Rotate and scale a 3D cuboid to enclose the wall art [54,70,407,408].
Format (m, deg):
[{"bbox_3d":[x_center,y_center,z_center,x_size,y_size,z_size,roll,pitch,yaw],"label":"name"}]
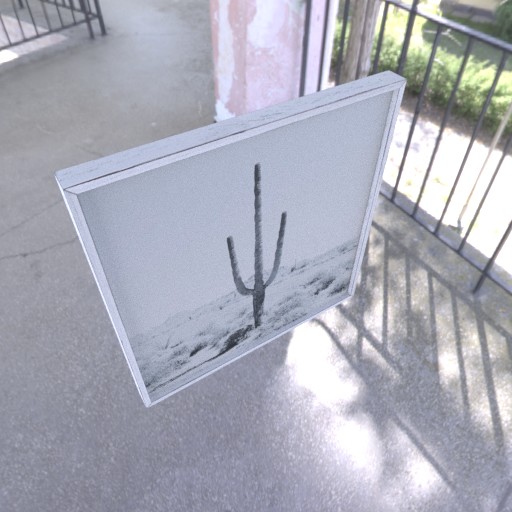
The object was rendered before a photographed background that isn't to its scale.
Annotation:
[{"bbox_3d":[0.000,0.000,0.757,0.508,0.508,0.038,-24,50,-22],"label":"wall art"}]
